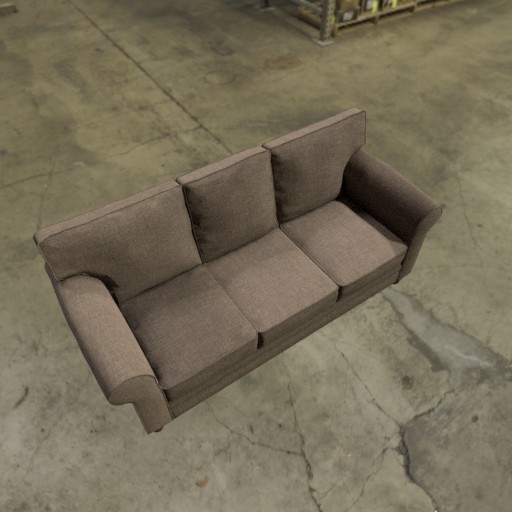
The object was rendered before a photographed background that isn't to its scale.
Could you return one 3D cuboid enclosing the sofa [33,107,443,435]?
[{"bbox_3d":[0.000,0.000,2.555,2.084,0.961,0.916,-27,53,-22],"label":"sofa"}]
